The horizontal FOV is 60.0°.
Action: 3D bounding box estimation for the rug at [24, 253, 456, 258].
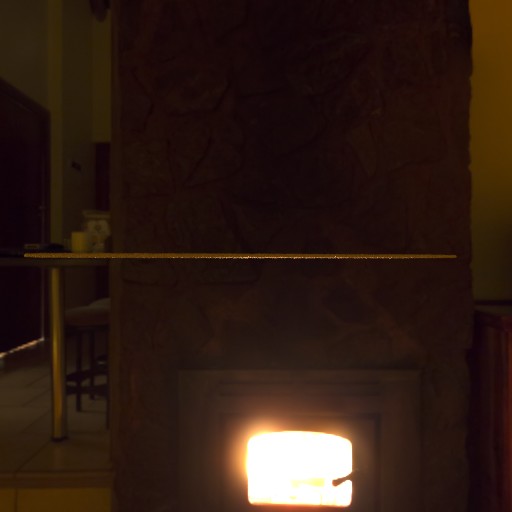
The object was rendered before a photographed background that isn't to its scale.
[{"bbox_3d":[0.000,0.000,2.548,2.297,0.019,0.659,0,0,-20],"label":"rug"}]
